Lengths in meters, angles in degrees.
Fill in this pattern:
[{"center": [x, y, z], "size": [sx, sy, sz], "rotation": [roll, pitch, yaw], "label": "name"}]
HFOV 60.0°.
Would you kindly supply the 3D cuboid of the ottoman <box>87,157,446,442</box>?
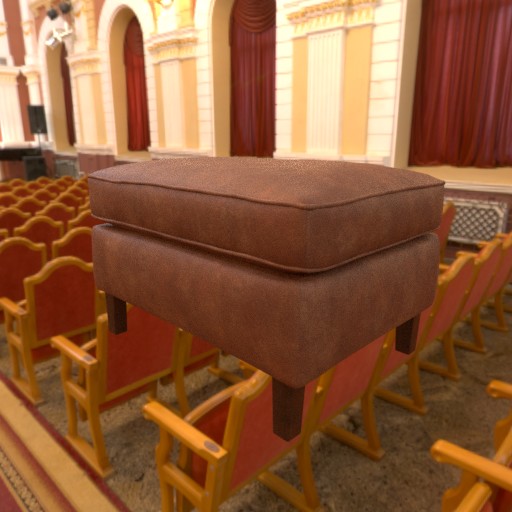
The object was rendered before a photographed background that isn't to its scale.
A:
[{"center": [0.000, 0.000, 0.991], "size": [0.665, 0.418, 0.501], "rotation": [15, 21, 43], "label": "ottoman"}]
